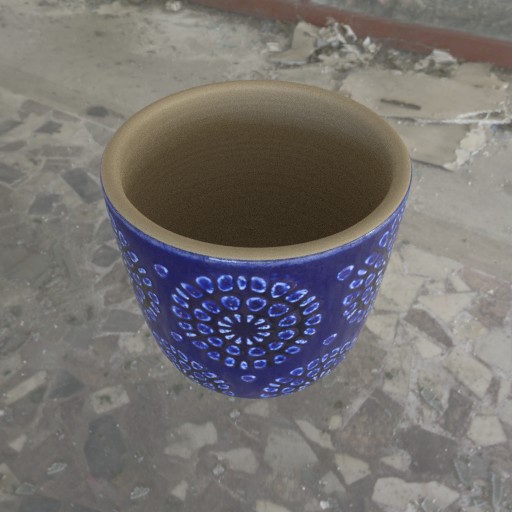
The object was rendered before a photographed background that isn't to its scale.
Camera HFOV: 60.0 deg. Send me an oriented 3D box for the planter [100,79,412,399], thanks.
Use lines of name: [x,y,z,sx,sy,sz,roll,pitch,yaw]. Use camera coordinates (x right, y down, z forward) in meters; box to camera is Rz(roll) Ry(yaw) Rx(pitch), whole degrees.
planter: [0.000,0.000,0.196,0.109,0.112,0.109,0,47,0]
